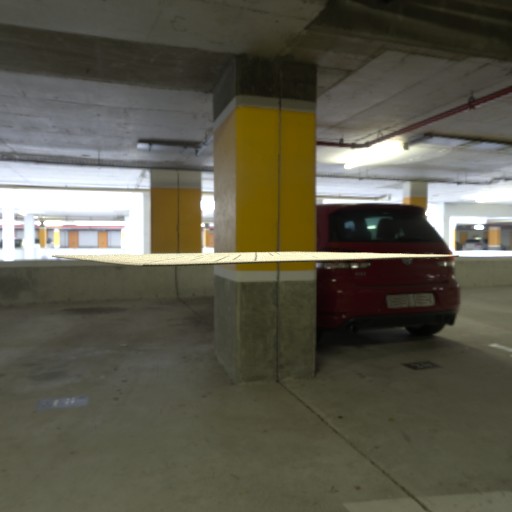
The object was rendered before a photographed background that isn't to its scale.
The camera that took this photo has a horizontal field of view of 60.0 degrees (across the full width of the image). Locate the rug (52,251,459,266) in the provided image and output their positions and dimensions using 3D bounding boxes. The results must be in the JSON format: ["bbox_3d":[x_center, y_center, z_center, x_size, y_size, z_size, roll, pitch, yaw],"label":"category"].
[{"bbox_3d":[0.000,0.000,4.500,3.381,0.026,2.436,-1,2,-36],"label":"rug"}]
